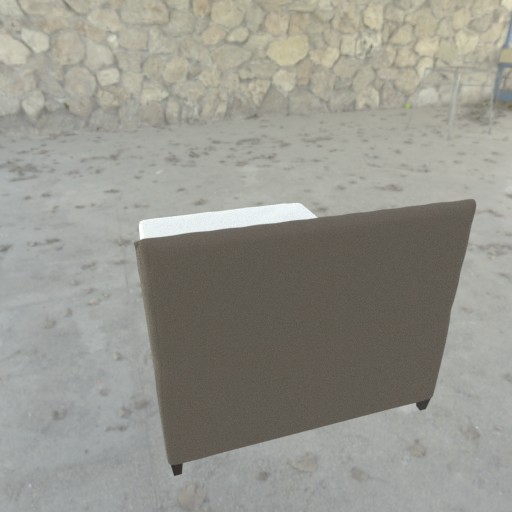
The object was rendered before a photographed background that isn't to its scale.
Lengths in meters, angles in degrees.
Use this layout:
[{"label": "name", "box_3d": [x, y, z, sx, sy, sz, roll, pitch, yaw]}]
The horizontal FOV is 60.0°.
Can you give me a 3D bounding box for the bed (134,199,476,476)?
[{"label": "bed", "box_3d": [0.000, 0.000, 3.269, 1.696, 1.426, 2.233, -8, 28, -15]}]
